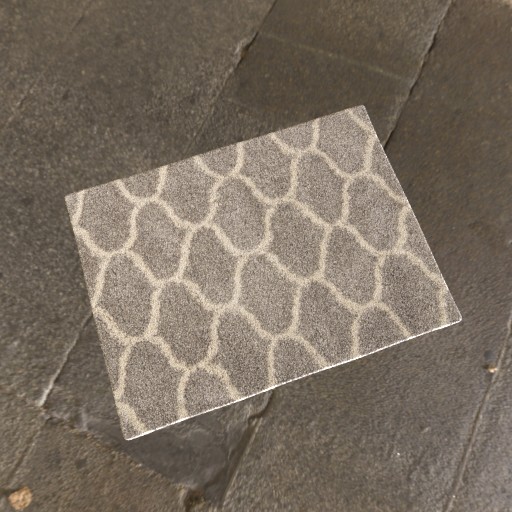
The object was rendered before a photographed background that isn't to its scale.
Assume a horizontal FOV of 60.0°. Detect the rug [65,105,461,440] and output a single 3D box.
[{"bbox_3d":[0.000,0.000,2.120,1.600,0.025,1.200,-18,76,-5],"label":"rug"}]
